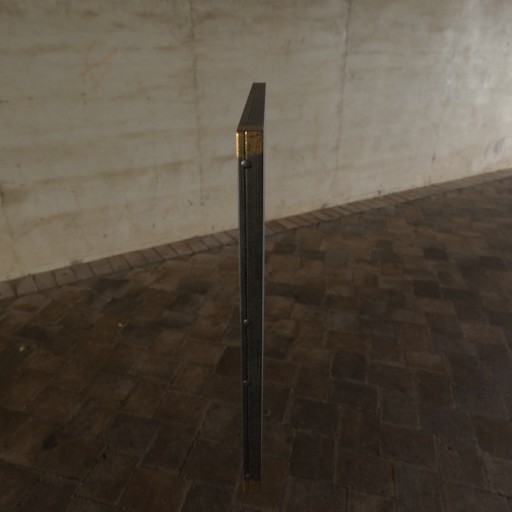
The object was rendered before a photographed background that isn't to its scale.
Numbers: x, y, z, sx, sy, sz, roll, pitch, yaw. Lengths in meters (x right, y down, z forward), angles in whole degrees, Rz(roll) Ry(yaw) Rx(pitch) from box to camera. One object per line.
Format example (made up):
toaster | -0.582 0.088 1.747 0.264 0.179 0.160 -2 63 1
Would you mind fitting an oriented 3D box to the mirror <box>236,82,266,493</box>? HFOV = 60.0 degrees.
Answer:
mirror | 0.000 0.000 0.563 0.020 0.381 0.382 1 26 1
